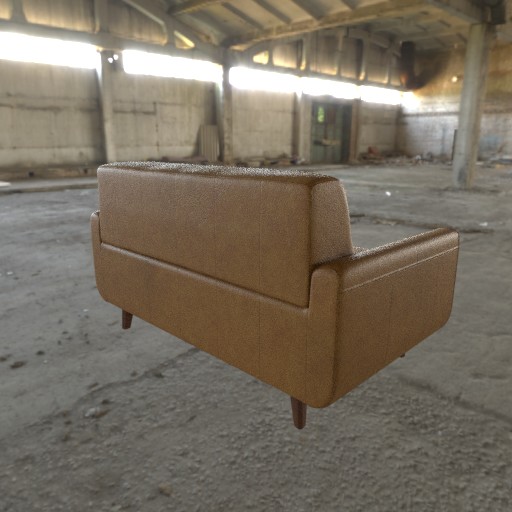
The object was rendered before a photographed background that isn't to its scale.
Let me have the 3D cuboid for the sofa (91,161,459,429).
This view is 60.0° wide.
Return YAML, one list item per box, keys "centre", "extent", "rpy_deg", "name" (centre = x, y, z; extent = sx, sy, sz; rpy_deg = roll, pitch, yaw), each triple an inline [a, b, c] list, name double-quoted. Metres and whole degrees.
- centre: [0.000, 0.000, 2.236]
  extent: [1.651, 0.925, 0.952]
  rpy_deg: [14, 20, 43]
  name: "sofa"
